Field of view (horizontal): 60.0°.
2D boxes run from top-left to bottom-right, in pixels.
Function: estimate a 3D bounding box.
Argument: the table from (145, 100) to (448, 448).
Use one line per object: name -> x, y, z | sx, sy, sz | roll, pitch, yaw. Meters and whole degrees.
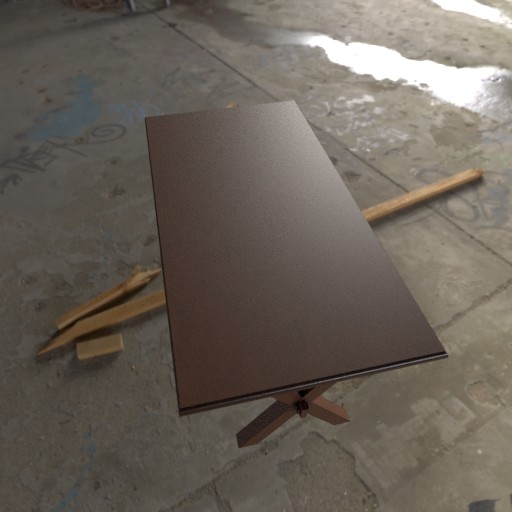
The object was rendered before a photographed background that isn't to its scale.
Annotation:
table -> 0.000, 0.000, 1.494 | 0.594, 0.459, 1.197 | -10, 47, -9
